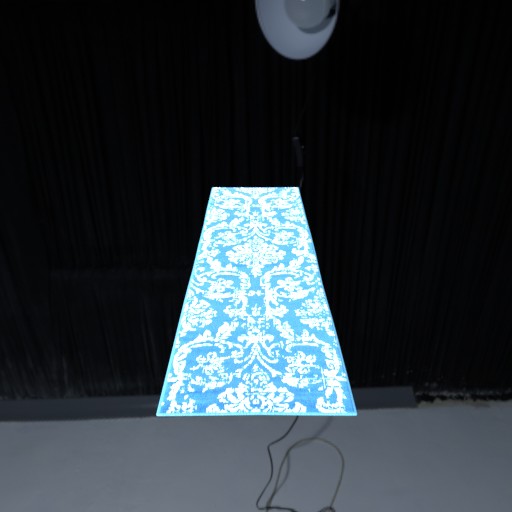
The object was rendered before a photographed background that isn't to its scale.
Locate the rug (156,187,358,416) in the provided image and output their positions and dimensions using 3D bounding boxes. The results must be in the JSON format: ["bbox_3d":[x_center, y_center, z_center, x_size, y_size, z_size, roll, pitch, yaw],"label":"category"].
[{"bbox_3d":[0.000,0.000,2.416,0.662,0.011,2.196,0,28,0],"label":"rug"}]
